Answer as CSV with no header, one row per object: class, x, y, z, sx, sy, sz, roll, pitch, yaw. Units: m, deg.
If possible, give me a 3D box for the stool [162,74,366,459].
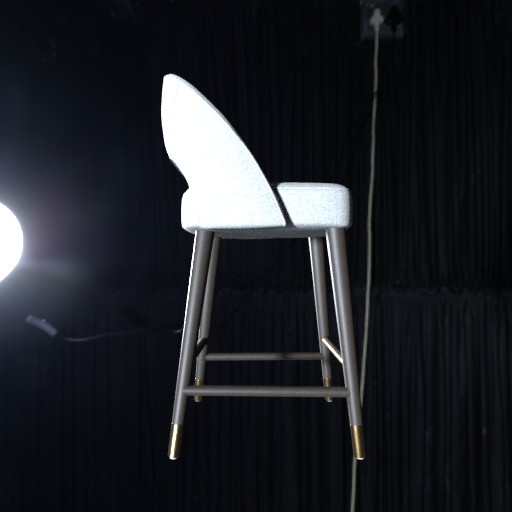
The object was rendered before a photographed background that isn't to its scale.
stool,0.000,0.000,1.247,0.509,0.940,0.494,0,-1,0
